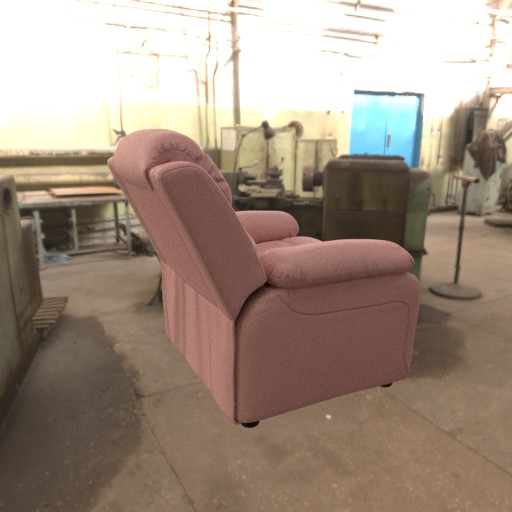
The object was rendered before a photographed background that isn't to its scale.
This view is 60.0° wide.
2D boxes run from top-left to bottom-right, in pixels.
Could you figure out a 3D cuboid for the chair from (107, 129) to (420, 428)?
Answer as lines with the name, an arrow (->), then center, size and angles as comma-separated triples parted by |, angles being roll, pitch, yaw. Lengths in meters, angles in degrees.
chair -> 0.000, 0.000, 1.283 | 0.709, 0.702, 0.680 | -7, 17, -26
